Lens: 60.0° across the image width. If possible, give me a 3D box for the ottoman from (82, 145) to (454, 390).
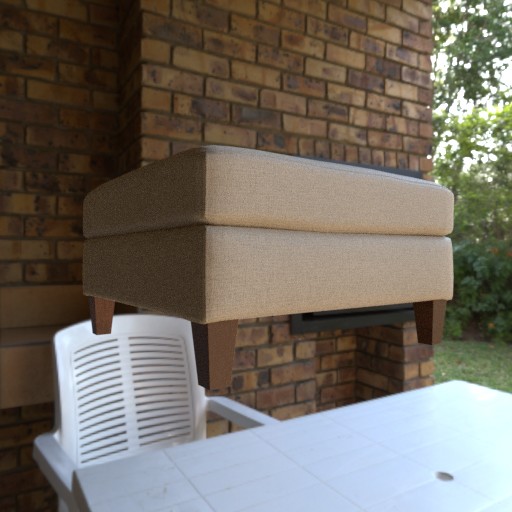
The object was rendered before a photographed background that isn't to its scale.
[{"bbox_3d":[0.000,0.000,1.360,0.838,0.503,0.838,0,0,-36],"label":"ottoman"}]
